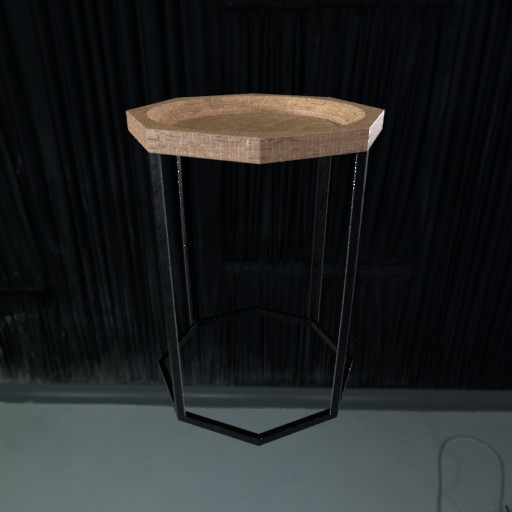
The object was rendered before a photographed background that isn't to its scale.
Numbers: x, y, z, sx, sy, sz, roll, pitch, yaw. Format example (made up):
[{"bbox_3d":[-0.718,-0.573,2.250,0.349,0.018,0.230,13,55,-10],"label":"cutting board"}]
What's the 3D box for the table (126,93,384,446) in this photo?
[{"bbox_3d":[0.000,0.000,0.875,0.437,0.553,0.437,-1,27,-1],"label":"table"}]
